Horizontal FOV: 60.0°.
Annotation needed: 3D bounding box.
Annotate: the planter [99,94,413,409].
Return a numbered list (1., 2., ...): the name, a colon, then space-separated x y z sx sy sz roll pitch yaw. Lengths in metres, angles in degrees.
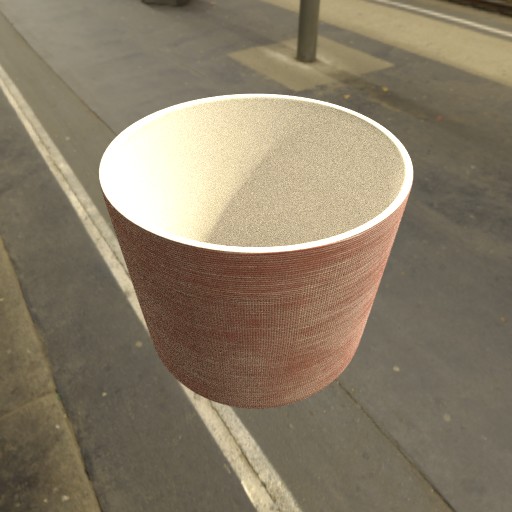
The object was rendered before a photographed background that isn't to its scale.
1. planter: 0.000 0.000 0.771 0.440 0.398 0.440 0 41 0
